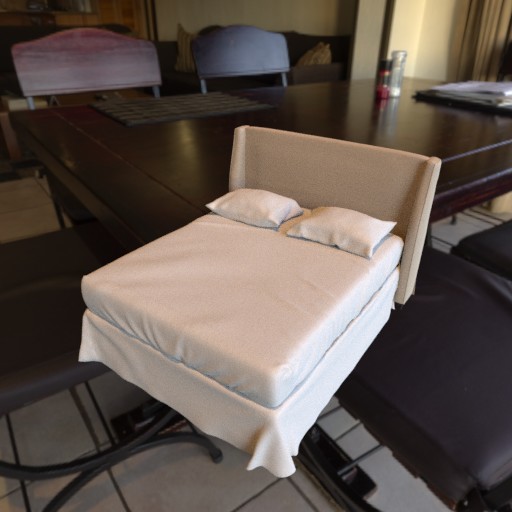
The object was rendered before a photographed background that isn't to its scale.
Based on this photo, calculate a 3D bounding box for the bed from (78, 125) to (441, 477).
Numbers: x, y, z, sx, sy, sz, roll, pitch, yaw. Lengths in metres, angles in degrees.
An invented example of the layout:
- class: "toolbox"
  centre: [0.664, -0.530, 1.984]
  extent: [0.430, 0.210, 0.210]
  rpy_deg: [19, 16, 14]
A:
- class: "bed"
  centre: [0.000, 0.000, 3.383]
  extent: [1.925, 1.332, 2.276]
  rpy_deg: [19, 35, 30]
